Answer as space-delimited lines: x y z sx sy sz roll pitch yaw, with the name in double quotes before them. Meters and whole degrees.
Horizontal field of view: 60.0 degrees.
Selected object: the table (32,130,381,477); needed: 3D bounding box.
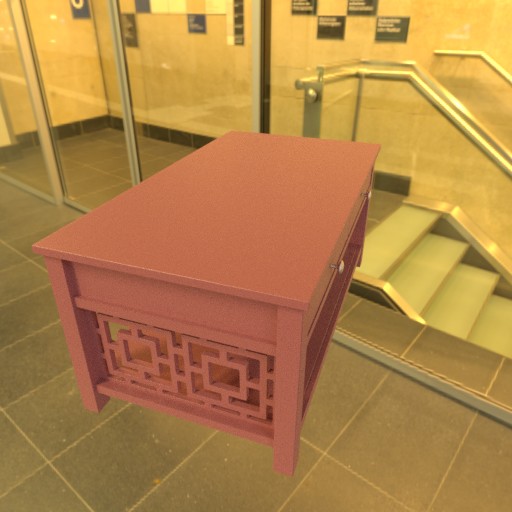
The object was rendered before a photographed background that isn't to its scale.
"table" 0.000 0.000 1.396 0.612 0.493 1.068 10 31 18
